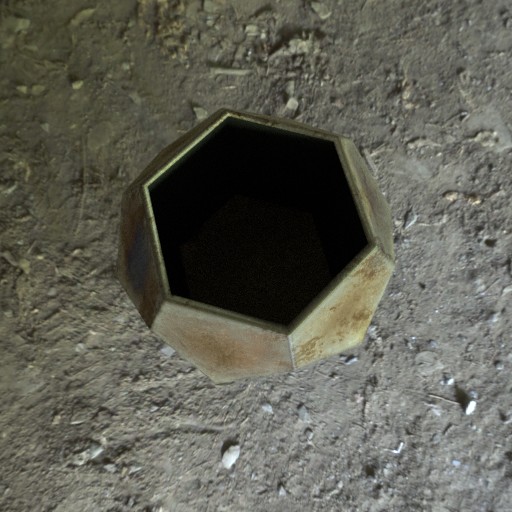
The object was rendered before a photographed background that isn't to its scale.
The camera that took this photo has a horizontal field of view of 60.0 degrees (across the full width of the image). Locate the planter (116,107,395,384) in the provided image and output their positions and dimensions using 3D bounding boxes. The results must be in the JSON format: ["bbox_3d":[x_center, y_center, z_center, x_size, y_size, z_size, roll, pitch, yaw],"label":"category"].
[{"bbox_3d":[0.000,0.000,0.429,0.221,0.238,0.243,15,76,4],"label":"planter"}]
